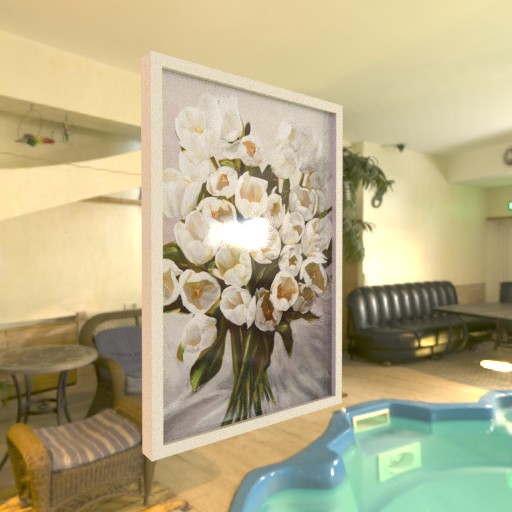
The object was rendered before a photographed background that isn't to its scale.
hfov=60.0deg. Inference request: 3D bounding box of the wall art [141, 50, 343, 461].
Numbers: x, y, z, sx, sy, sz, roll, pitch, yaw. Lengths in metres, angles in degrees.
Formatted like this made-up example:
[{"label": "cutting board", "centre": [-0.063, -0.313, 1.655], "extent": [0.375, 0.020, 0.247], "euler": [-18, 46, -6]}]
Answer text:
[{"label": "wall art", "centre": [0.000, 0.000, 0.560], "extent": [0.293, 0.428, 0.025], "euler": [-1, 1, -37]}]
